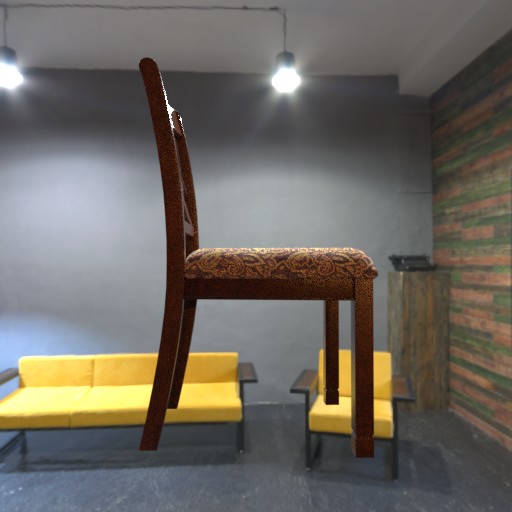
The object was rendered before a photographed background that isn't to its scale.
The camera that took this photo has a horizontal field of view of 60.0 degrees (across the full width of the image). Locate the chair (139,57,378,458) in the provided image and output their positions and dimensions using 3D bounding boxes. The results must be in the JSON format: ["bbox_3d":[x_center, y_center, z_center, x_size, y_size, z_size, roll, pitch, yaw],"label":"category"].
[{"bbox_3d":[0.000,0.000,1.275,0.584,0.965,0.457,0,-1,-1],"label":"chair"}]
